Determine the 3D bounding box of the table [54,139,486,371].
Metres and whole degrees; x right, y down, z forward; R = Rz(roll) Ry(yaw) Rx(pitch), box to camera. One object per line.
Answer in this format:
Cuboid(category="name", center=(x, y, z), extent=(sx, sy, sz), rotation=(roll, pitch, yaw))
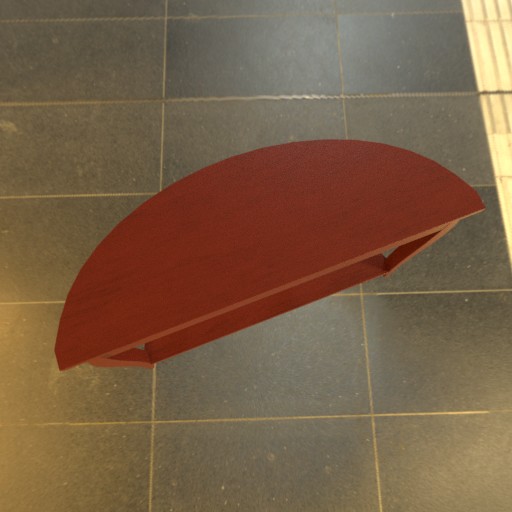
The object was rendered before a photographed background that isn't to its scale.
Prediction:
Cuboid(category="table", center=(0.000, 0.000, 1.600), extent=(1.219, 0.779, 0.405), rotation=(-20, 76, -6))
